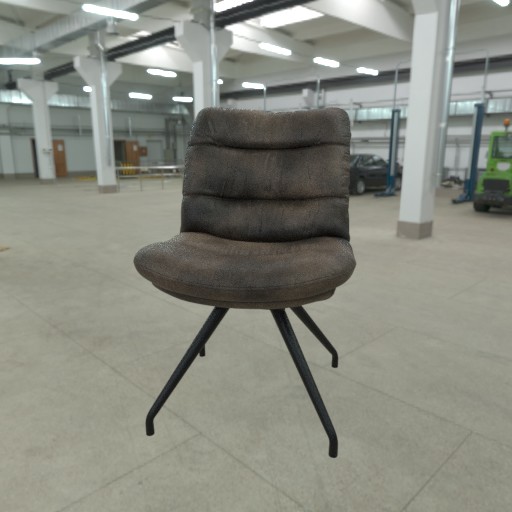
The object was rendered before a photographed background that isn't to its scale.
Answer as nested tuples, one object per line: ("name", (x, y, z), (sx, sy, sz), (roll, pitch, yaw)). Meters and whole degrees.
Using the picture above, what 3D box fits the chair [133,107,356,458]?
("chair", (0.000, 0.000, 1.274), (0.549, 0.870, 0.622), (2, 14, 10))
